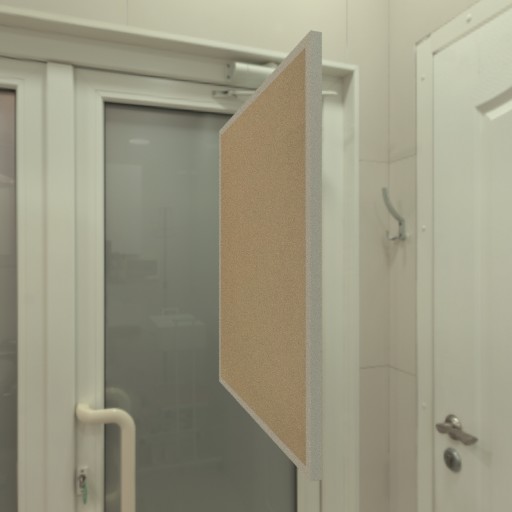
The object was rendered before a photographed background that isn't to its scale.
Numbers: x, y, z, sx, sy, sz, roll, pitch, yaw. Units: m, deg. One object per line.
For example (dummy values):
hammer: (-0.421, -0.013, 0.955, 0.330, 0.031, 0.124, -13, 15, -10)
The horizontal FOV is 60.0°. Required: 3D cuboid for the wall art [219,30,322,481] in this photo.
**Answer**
wall art: (0.000, 0.000, 0.631, 0.013, 0.456, 0.382, 0, 0, -19)
